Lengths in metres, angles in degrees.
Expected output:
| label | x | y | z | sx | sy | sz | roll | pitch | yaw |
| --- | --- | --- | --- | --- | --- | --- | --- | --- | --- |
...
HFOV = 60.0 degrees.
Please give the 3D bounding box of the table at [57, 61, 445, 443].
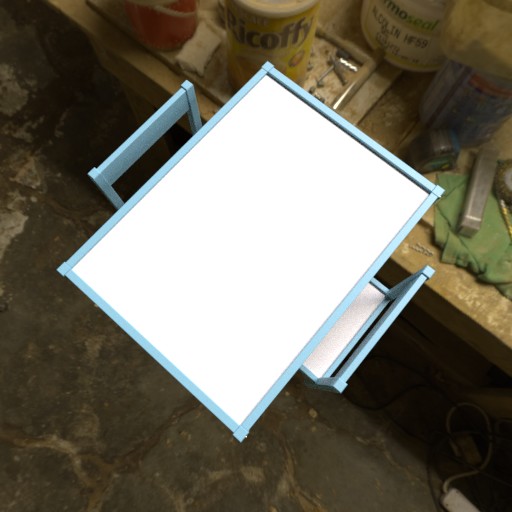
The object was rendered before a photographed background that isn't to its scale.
| label | x | y | z | sx | sy | sz | roll | pitch | yaw |
| --- | --- | --- | --- | --- | --- | --- | --- | --- | --- |
| table | 0.000 | 0.000 | 1.084 | 0.633 | 0.503 | 0.639 | 40 | 78 | 10 |
